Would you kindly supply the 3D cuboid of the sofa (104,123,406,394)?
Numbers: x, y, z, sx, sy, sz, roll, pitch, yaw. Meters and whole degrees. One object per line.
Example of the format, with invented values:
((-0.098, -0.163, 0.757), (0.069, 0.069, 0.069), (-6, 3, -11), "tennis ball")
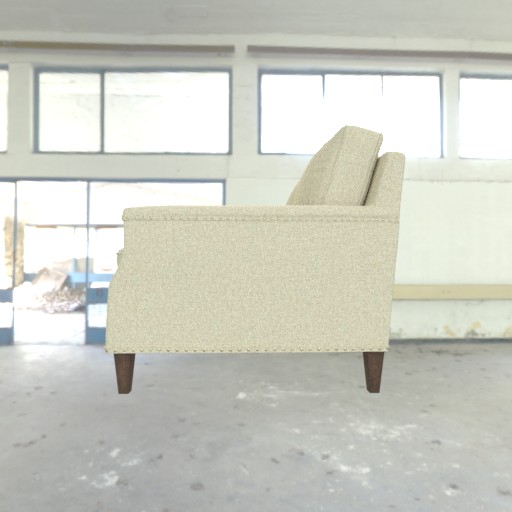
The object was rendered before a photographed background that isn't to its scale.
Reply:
((0.000, 0.000, 2.316), (1.084, 1.003, 1.597), (0, -1, -1), "sofa")
